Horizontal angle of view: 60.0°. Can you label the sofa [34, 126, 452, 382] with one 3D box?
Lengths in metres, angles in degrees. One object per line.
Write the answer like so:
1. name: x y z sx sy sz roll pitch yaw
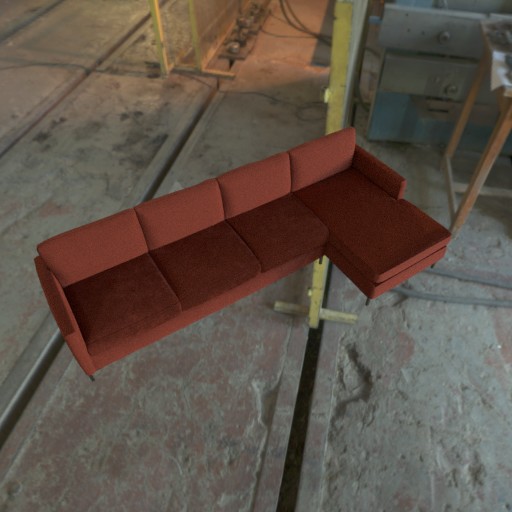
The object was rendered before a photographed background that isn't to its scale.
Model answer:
1. sofa: 0.000 0.000 3.400 2.932 0.810 1.350 -25 52 -21
